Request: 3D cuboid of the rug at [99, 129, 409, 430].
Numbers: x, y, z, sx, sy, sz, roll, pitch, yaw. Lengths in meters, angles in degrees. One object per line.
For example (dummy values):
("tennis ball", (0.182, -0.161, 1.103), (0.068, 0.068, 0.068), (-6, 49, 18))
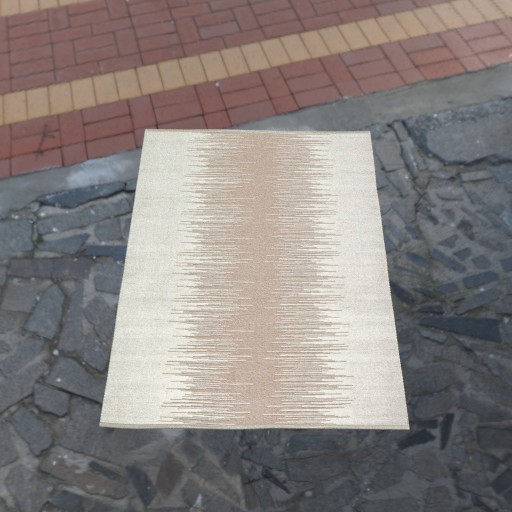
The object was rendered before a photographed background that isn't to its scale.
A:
("rug", (0.000, 0.000, 4.146), (2.438, 0.013, 3.048), (1, 64, 0))
